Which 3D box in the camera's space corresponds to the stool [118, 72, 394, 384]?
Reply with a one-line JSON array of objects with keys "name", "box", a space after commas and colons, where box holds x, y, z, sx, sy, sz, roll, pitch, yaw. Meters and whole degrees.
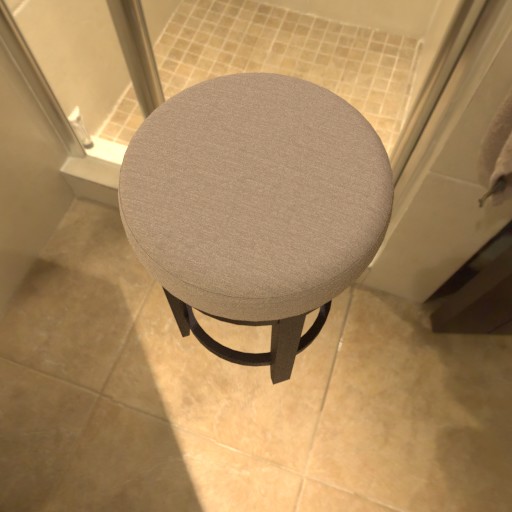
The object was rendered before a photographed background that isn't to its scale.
[{"name": "stool", "box": [0.000, 0.000, 0.966, 0.443, 0.672, 0.443, 0, 64, 0]}]
